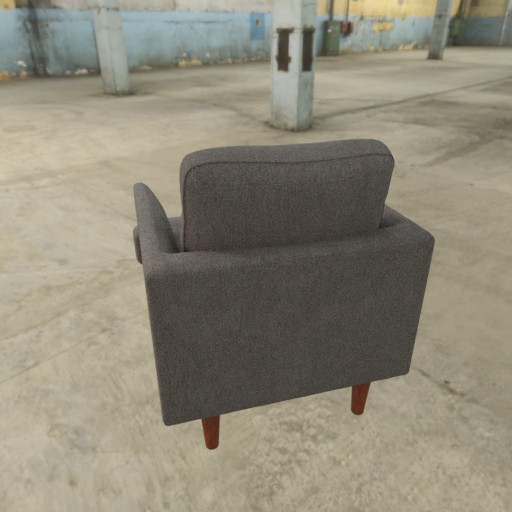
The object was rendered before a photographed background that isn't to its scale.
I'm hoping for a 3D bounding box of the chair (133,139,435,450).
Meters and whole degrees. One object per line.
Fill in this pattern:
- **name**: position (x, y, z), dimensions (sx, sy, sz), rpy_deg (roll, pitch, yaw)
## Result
- **chair**: position (0.000, 0.000, 1.634), dimensions (0.858, 0.957, 0.899), rpy_deg (-7, 28, -14)
